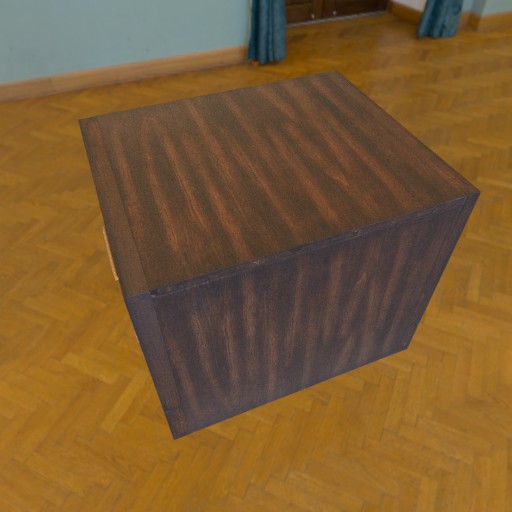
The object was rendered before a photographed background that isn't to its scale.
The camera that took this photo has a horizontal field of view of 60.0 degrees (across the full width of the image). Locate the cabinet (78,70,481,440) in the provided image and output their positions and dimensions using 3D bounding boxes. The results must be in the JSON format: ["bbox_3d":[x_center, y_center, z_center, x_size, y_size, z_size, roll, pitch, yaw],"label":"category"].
[{"bbox_3d":[0.000,0.000,0.833,0.500,0.455,0.402,-17,49,-15],"label":"cabinet"}]
